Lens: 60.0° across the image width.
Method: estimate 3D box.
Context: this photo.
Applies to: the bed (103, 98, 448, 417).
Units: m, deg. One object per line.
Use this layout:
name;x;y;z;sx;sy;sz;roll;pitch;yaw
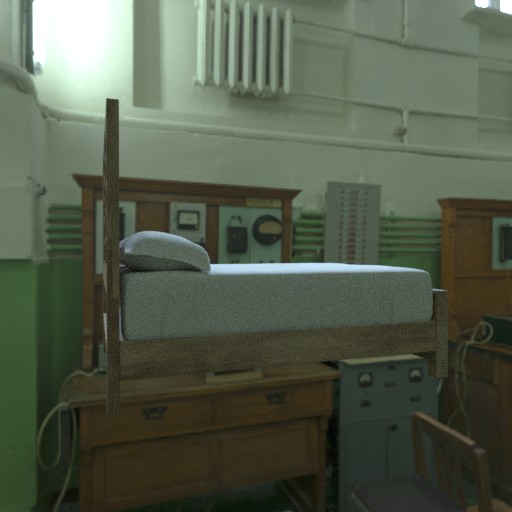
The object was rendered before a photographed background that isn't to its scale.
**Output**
bed;0.000;0.000;3.384;2.197;1.626;1.626;0;1;-20
